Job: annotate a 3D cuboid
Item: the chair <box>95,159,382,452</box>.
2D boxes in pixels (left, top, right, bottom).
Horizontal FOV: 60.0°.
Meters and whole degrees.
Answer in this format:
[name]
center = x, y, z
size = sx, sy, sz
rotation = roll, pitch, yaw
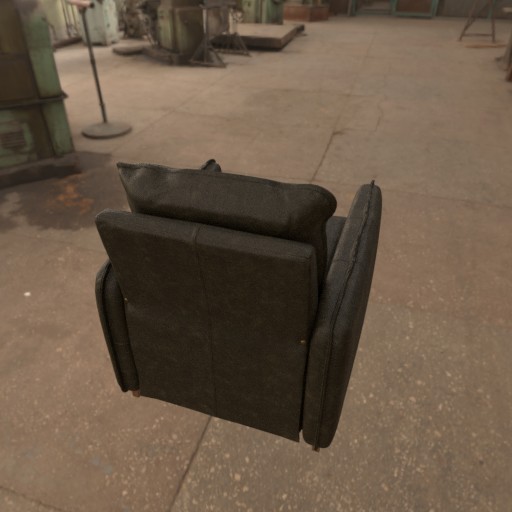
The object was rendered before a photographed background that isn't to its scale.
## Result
[chair]
center = 0.000, 0.000, 1.609
size = 0.830, 0.921, 0.921
rotation = 11, 36, 15
